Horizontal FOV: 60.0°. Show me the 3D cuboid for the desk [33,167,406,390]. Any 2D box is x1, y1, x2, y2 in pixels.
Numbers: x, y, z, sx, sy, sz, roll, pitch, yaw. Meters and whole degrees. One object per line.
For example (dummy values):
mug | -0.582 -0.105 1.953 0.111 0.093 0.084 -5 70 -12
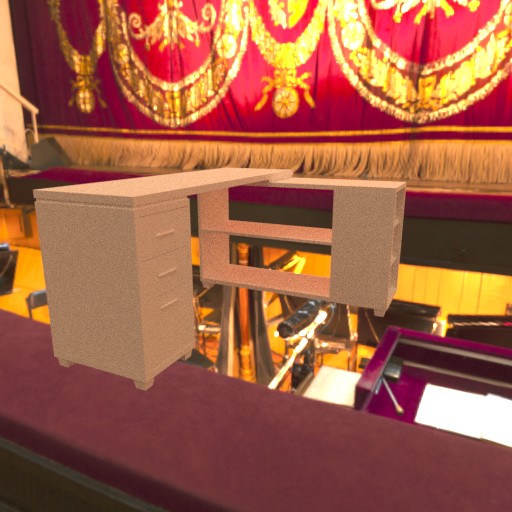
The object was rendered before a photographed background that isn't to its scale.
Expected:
desk | 0.000 0.000 2.239 1.199 0.759 1.524 7 16 25
